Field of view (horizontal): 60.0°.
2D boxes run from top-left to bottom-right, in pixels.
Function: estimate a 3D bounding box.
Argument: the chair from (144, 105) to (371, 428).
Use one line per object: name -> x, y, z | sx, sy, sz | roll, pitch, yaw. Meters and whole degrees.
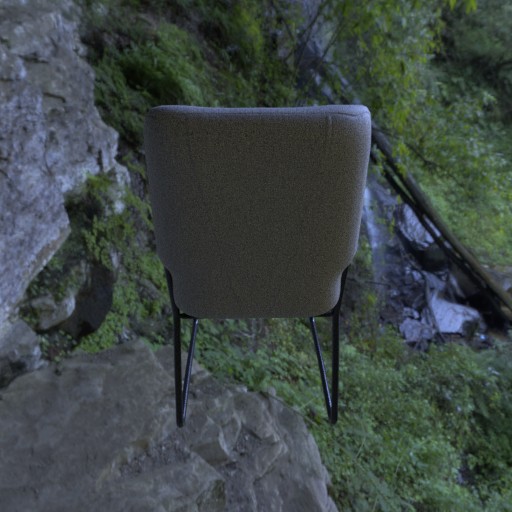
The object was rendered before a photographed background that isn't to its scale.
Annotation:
chair -> 0.000, 0.000, 1.174 | 0.448, 0.864, 0.560 | -1, 30, -1
